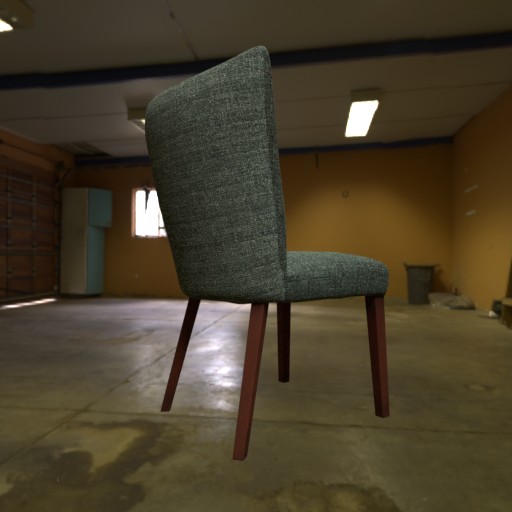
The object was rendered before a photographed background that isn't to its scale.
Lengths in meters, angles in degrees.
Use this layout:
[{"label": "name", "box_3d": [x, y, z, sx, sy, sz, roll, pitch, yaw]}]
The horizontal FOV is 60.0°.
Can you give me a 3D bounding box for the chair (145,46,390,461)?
[{"label": "chair", "box_3d": [0.000, 0.000, 1.285, 0.623, 0.924, 0.535, 0, 0, -37]}]
